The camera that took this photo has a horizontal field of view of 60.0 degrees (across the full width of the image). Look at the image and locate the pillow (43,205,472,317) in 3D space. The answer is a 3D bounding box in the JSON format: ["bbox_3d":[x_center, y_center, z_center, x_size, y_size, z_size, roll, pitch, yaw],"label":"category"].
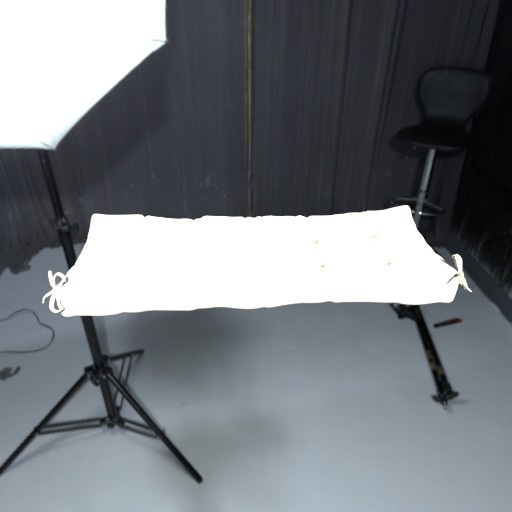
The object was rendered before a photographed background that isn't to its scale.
[{"bbox_3d":[0.000,0.000,1.372,1.194,0.174,0.511,-2,32,-3],"label":"pillow"}]
